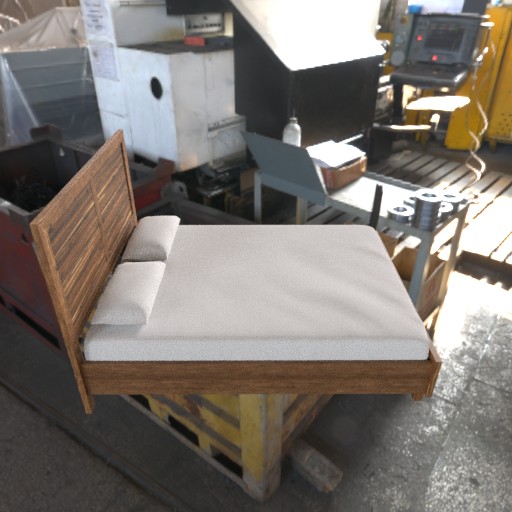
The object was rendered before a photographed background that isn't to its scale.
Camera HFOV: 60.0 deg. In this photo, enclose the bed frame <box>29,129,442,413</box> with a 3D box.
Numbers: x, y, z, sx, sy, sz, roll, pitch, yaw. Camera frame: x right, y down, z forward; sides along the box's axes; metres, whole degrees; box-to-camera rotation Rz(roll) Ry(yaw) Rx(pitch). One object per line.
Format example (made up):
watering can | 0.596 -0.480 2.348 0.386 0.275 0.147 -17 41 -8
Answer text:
bed frame | 0.000 0.000 3.306 2.276 1.417 1.696 0 32 0
